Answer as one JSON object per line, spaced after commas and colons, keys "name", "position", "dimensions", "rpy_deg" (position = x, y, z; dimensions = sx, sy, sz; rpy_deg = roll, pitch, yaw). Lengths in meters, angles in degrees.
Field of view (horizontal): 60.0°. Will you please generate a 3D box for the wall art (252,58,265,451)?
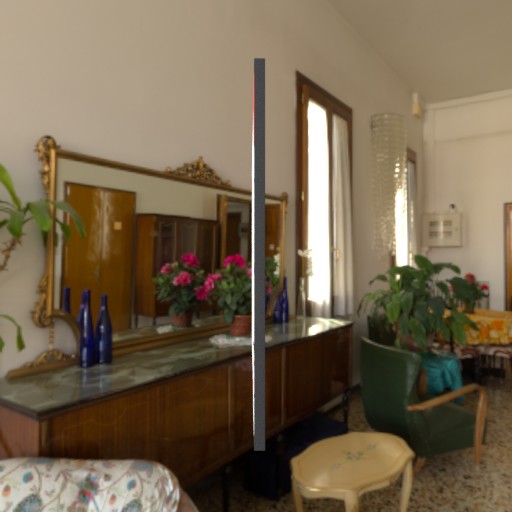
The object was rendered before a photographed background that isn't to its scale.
{"name": "wall art", "position": [0.000, 0.000, 0.850], "dimensions": [0.013, 0.458, 0.664], "rpy_deg": [0, 0, -1]}
